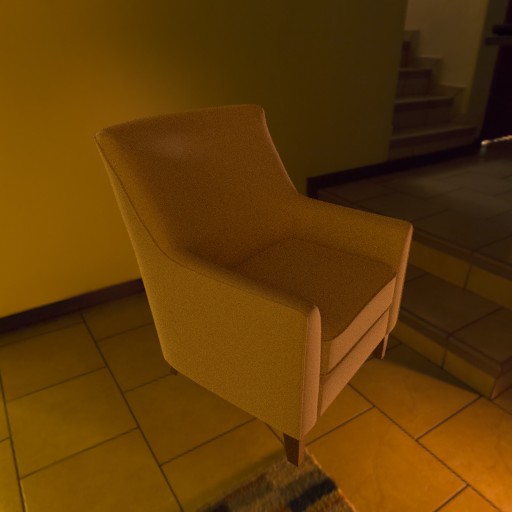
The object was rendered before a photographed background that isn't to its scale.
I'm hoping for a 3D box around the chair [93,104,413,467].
[{"bbox_3d":[0.000,0.000,1.576,0.879,0.916,0.756,19,32,33],"label":"chair"}]
